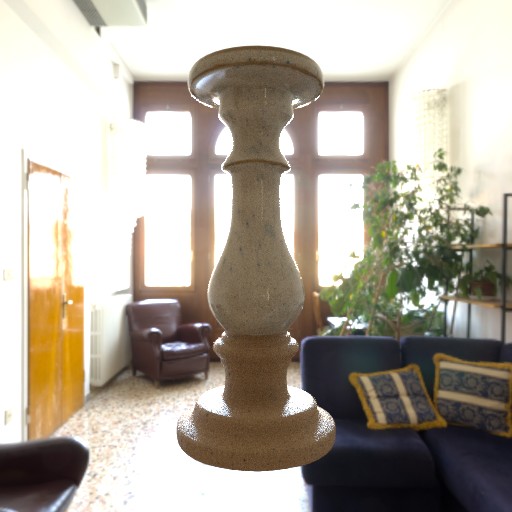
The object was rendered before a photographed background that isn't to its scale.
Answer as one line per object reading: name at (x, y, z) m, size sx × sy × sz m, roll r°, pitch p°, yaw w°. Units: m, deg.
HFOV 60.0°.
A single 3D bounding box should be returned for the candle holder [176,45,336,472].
candle holder at (0.000, 0.000, 0.249) m, size 0.088 × 0.203 × 0.088 m, roll 0°, pitch 0°, yaw 0°
